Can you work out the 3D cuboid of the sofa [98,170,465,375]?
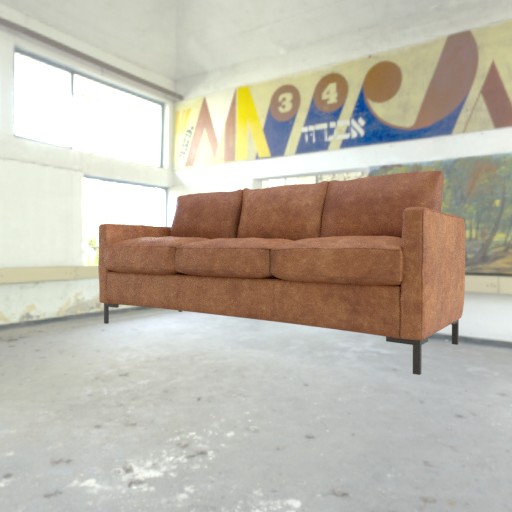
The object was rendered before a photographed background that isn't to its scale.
[{"bbox_3d":[0.000,0.000,2.469,2.029,0.863,0.748,1,1,36],"label":"sofa"}]
